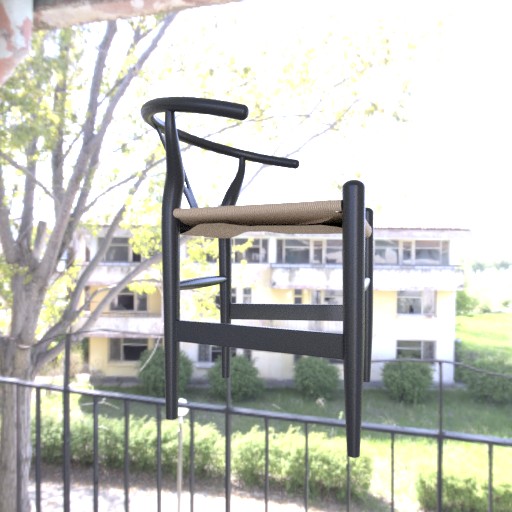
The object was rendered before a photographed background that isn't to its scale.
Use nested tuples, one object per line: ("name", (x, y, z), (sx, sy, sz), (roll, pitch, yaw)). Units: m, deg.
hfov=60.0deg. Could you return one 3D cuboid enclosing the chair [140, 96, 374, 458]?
("chair", (0.000, 0.000, 1.139), (0.570, 0.739, 0.570), (0, 0, 17))
